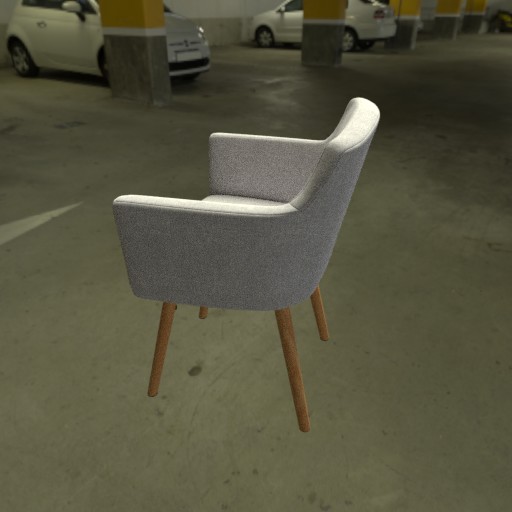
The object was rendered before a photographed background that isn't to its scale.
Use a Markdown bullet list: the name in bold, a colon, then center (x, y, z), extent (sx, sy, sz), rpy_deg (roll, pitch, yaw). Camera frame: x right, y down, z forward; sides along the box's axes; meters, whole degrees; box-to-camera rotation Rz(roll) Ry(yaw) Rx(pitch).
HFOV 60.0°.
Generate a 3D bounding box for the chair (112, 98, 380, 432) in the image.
- **chair**: center (0.000, 0.000, 1.178), extent (0.540, 0.780, 0.570), rpy_deg (8, 30, 14)
